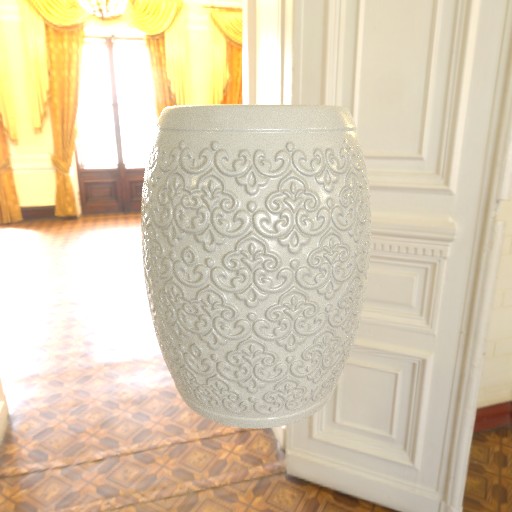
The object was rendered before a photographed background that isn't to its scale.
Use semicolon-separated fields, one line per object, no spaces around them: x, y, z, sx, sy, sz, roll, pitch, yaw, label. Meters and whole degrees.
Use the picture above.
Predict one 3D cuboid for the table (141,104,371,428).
0.000;0.000;0.621;0.309;0.397;0.309;0;17;0;table
